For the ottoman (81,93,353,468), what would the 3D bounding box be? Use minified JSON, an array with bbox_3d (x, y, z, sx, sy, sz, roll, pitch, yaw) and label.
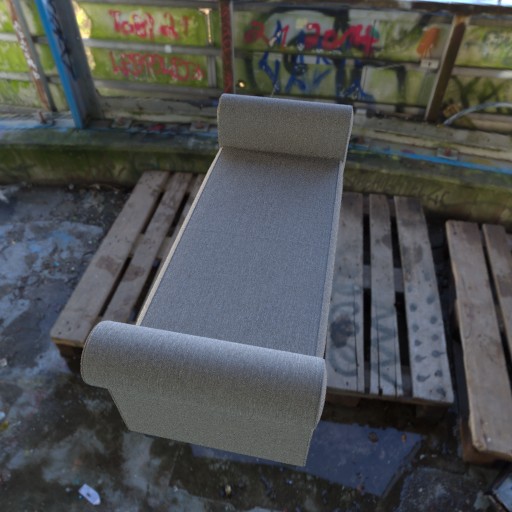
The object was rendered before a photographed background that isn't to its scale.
[{"bbox_3d":[0.000,0.000,1.486,0.521,0.547,1.256,8,46,8],"label":"ottoman"}]
